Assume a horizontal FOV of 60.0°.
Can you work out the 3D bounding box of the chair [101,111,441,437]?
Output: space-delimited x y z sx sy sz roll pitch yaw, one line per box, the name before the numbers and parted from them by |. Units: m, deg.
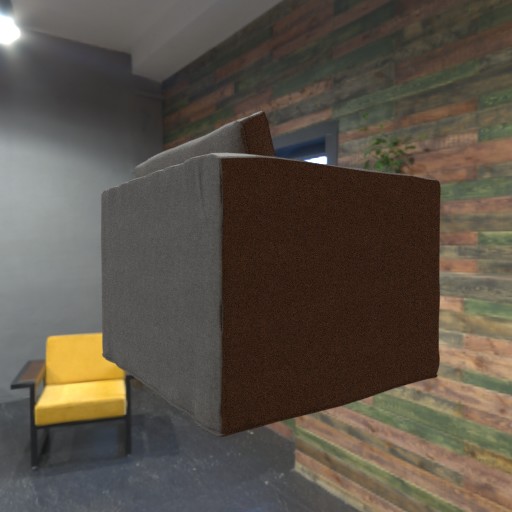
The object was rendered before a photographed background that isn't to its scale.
chair | 0.000 0.000 1.750 0.949 0.863 1.057 -1 2 -35
